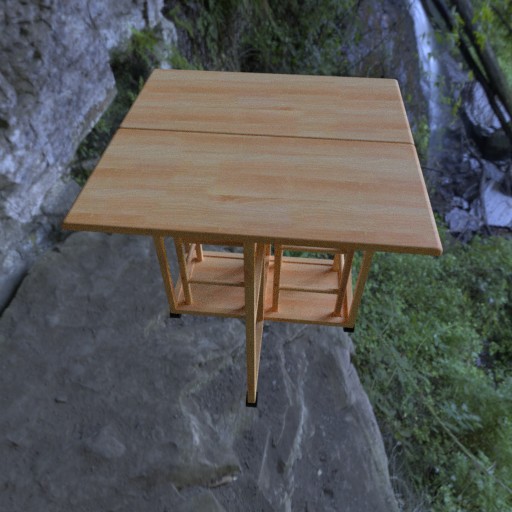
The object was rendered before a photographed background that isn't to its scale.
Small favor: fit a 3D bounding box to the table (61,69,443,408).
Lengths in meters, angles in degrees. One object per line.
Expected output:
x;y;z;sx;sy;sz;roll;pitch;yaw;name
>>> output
0.000;0.000;1.362;0.752;0.832;0.693;4;46;4;table
